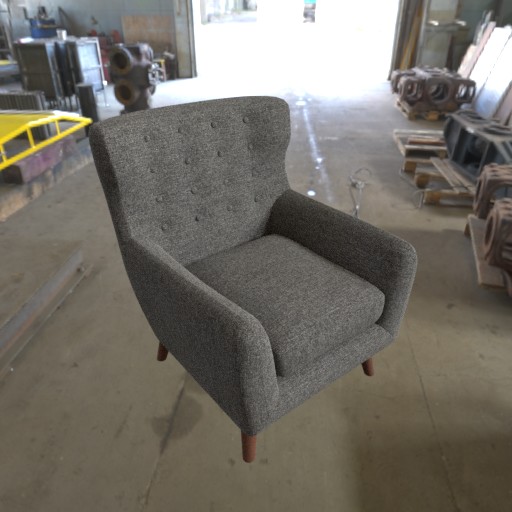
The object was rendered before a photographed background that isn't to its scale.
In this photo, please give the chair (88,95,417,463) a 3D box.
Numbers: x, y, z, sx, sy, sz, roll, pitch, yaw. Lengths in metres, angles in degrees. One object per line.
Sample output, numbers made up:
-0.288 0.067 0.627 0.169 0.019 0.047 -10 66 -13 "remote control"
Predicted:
0.000 0.000 1.757 0.889 1.039 0.940 -22 36 -33 "chair"
